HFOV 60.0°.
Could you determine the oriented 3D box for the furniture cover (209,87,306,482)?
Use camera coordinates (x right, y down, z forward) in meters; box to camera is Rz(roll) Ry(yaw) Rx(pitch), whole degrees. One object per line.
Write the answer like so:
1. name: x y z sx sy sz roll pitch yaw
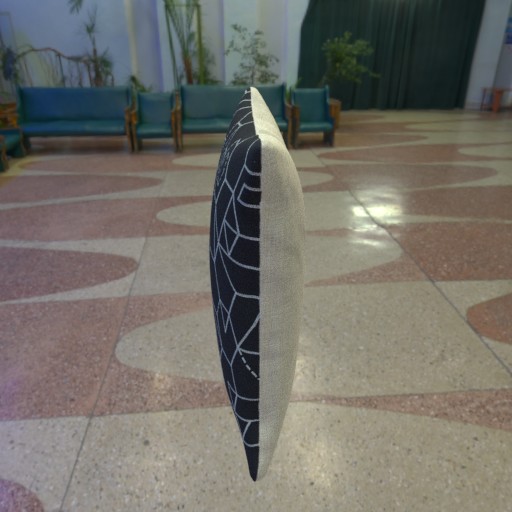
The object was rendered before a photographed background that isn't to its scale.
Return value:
1. furniture cover: 0.000 0.000 0.779 0.158 0.508 0.517 -1 27 -2
